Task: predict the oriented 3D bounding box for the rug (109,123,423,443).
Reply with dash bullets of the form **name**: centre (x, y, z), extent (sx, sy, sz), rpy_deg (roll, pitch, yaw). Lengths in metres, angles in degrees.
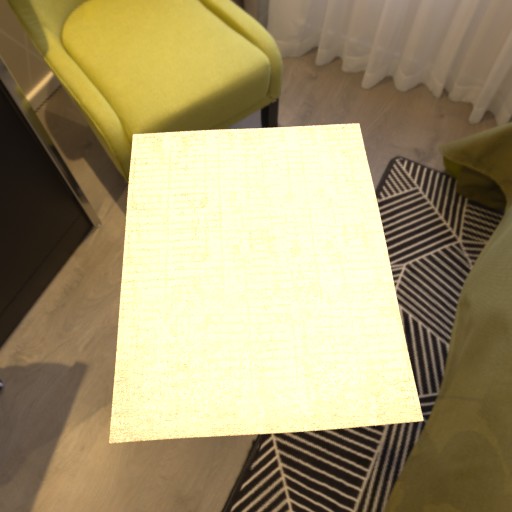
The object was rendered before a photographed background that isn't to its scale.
- **rug**: centre (0.000, 0.000, 4.091), extent (2.447, 0.014, 3.061), rpy_deg (-3, 64, -2)
